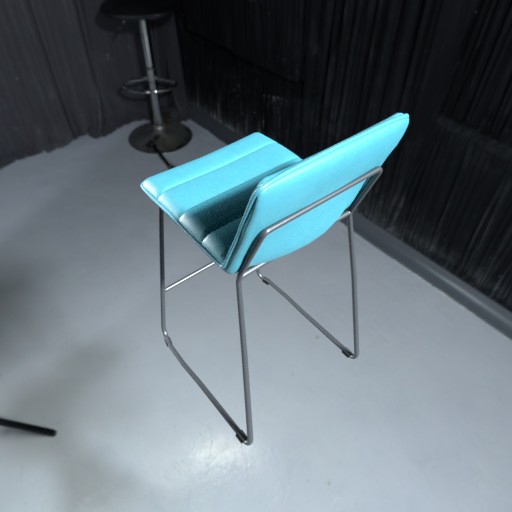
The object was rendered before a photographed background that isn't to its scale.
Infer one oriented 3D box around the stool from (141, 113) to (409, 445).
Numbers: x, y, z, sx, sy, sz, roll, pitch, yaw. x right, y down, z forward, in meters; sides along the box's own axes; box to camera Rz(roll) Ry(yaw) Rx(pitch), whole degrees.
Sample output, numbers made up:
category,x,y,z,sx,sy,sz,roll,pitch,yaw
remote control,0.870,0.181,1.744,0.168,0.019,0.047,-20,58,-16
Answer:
category,x,y,z,sx,sy,sz,roll,pitch,yaw
stool,0.000,0.000,1.232,0.489,0.936,0.524,-30,53,-26
